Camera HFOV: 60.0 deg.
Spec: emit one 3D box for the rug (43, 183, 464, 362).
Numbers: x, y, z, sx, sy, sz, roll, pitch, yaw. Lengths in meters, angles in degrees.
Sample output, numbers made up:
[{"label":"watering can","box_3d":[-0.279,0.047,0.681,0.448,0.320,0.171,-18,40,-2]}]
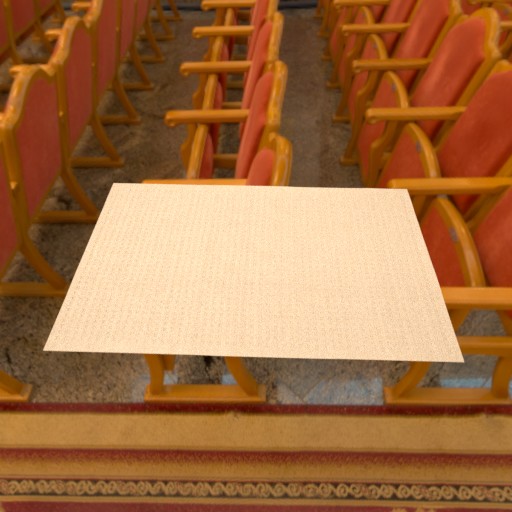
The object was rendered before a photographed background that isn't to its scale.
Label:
[{"label":"rug","box_3d":[0.000,0.000,2.926,2.289,0.006,1.523,1,46,1]}]
